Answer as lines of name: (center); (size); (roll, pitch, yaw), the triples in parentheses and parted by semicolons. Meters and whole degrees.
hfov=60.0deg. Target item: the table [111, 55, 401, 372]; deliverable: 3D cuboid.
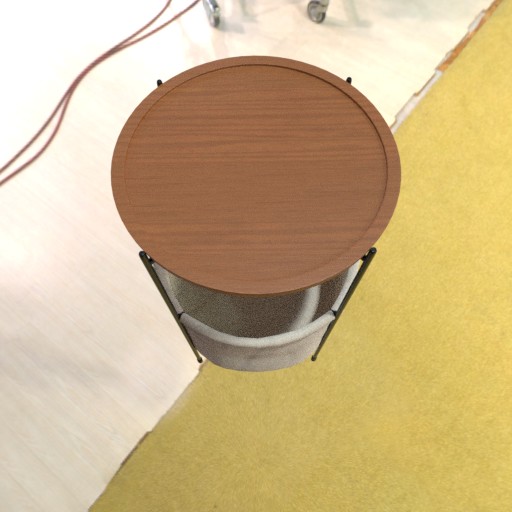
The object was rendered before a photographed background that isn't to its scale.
table: (0.000, 0.000, 0.874); (0.393, 0.623, 0.393); (-1, 65, 0)
